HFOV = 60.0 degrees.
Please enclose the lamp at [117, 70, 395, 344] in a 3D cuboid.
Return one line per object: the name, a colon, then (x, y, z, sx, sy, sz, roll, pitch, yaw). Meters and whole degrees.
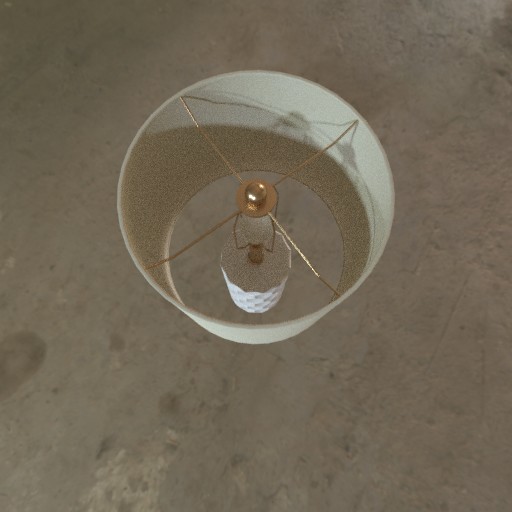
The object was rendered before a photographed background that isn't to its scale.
lamp: (0.000, 0.000, 0.702, 0.277, 0.537, 0.277, 2, 76, 0)
